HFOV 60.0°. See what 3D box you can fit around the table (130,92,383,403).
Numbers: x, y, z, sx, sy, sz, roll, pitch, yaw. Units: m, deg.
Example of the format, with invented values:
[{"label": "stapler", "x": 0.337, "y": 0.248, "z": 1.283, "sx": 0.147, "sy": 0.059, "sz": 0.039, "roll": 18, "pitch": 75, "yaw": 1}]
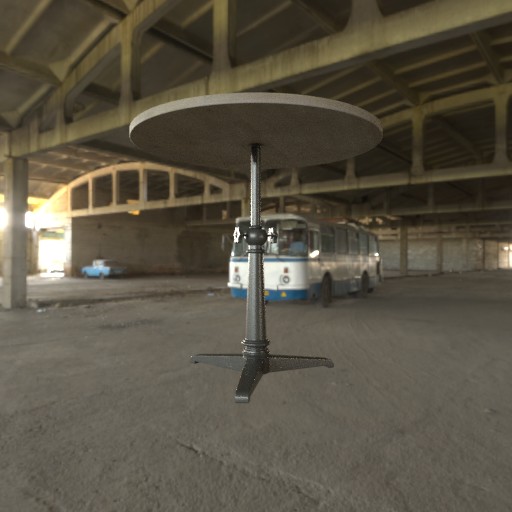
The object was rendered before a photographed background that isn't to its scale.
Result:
[{"label": "table", "x": 0.000, "y": 0.000, "z": 1.457, "sx": 0.800, "sy": 0.780, "sz": 0.800, "roll": 0, "pitch": 0, "yaw": 0}]
